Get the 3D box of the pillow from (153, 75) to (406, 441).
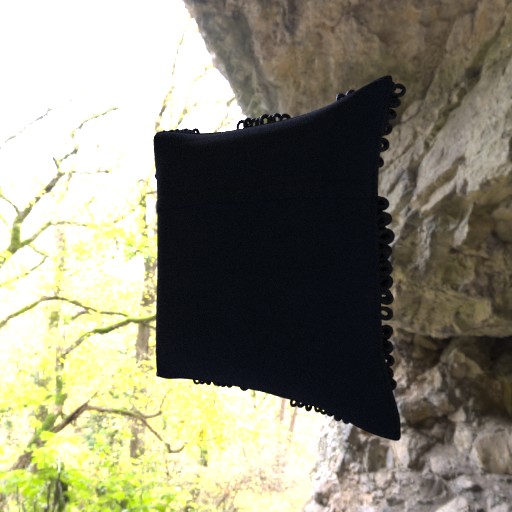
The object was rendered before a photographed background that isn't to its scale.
[{"bbox_3d":[0.000,0.000,0.705,0.469,0.466,0.172,1,1,36],"label":"pillow"}]
